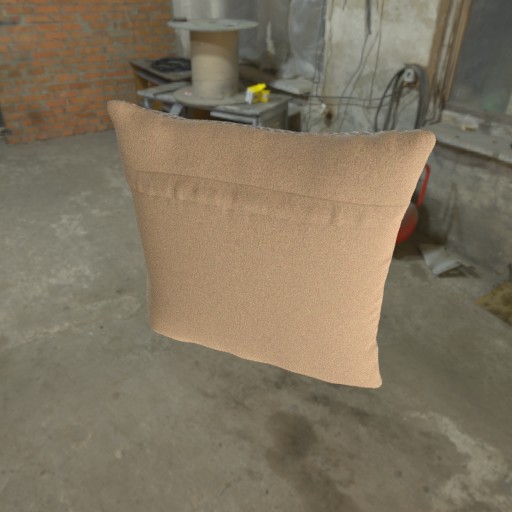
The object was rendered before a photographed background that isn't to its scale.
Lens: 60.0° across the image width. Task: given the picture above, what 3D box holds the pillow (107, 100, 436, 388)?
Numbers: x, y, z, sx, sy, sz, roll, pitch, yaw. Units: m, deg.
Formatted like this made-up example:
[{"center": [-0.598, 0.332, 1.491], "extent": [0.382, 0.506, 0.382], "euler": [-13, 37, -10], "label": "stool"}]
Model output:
[{"center": [0.000, 0.000, 0.714], "extent": [0.459, 0.458, 0.181], "euler": [11, 34, 17], "label": "pillow"}]
